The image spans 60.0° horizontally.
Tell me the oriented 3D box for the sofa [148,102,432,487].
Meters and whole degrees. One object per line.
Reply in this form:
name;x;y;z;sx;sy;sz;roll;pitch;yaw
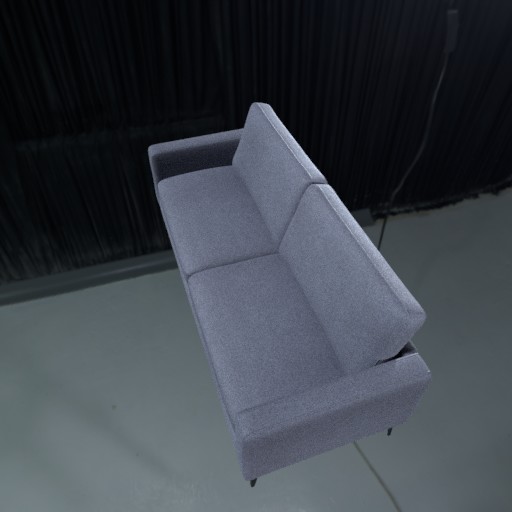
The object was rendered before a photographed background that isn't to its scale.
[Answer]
sofa;0.000;0.000;2.321;0.774;0.828;1.925;-14;48;-13
